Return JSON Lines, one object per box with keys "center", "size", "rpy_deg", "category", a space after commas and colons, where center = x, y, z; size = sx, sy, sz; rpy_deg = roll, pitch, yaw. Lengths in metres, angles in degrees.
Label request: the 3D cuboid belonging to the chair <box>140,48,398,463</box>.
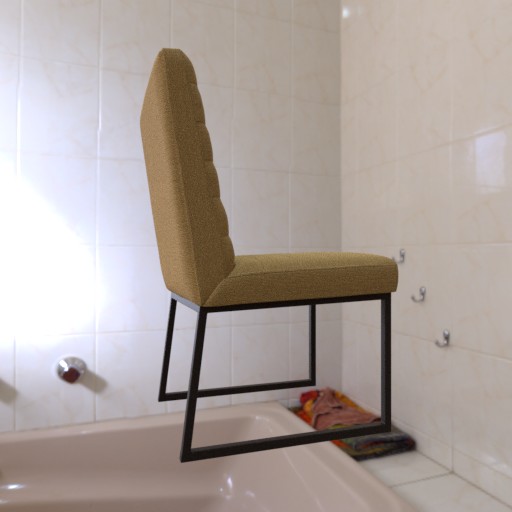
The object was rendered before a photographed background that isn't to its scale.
{"center": [0.000, 0.000, 1.294], "size": [0.634, 0.930, 0.520], "rpy_deg": [0, 0, -19], "category": "chair"}
